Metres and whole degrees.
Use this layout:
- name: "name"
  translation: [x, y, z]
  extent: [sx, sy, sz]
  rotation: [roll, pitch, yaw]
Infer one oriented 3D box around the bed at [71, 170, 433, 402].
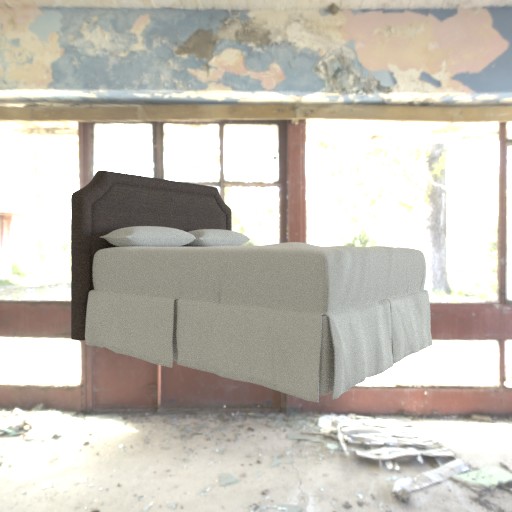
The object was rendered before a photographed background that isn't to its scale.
- name: "bed"
  translation: [0.000, 0.000, 3.228]
  extent: [2.116, 1.290, 1.693]
  rotation: [1, 2, 38]
